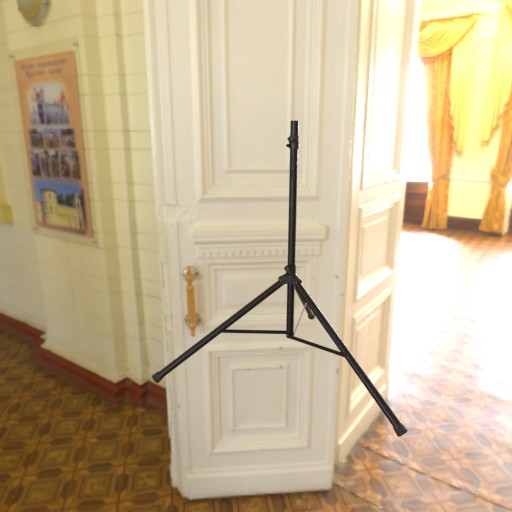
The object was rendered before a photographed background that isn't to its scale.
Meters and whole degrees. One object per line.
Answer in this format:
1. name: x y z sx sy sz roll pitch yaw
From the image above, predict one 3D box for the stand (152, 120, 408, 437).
1. stand: 0.000 0.000 2.728 1.339 1.595 1.596 -3 16 -9
